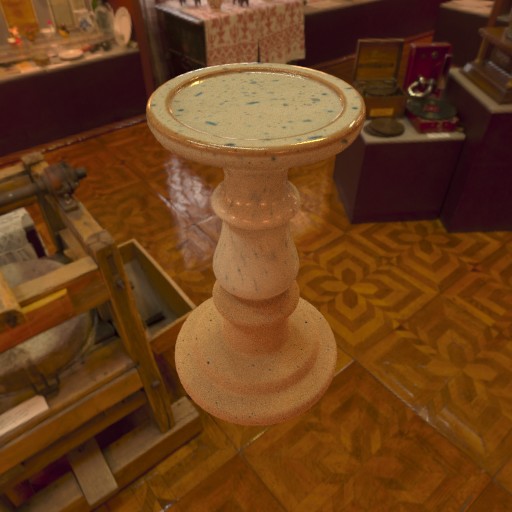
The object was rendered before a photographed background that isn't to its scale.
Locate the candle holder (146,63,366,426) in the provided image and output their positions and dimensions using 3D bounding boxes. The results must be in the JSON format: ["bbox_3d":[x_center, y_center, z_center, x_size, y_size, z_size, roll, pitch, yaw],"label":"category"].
[{"bbox_3d":[0.000,0.000,0.278,0.123,0.202,0.123,0,41,0],"label":"candle holder"}]
